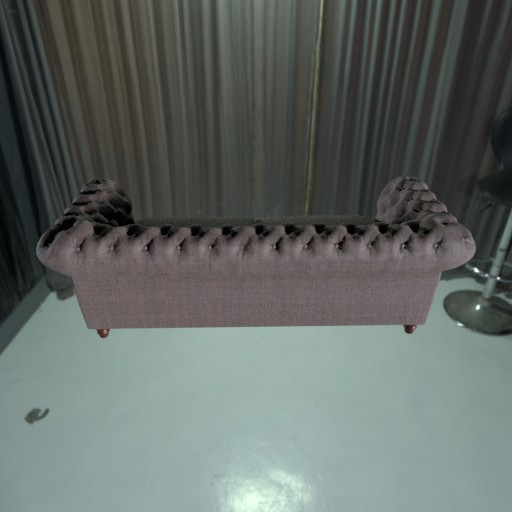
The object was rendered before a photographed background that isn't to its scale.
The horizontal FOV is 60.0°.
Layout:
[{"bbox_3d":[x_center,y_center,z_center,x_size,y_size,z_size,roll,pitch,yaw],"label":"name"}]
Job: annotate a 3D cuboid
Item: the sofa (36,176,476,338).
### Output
[{"bbox_3d":[0.000,0.000,2.836,2.385,0.787,0.944,-1,31,-1],"label":"sofa"}]
